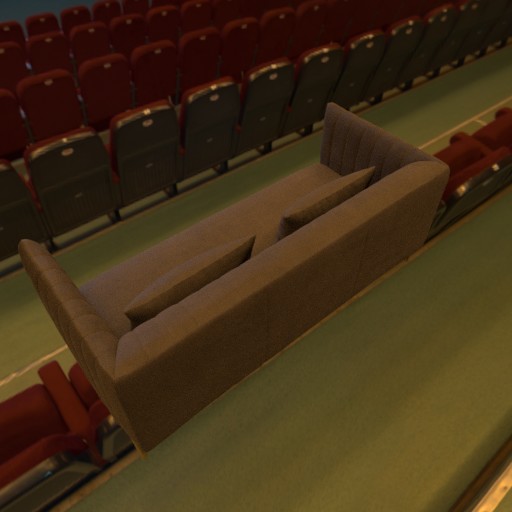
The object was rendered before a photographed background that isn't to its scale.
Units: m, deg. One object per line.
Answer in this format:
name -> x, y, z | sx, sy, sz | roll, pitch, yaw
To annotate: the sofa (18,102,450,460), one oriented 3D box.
sofa -> 0.000, 0.000, 2.330 | 1.980, 0.780, 0.876 | -31, 54, -26
